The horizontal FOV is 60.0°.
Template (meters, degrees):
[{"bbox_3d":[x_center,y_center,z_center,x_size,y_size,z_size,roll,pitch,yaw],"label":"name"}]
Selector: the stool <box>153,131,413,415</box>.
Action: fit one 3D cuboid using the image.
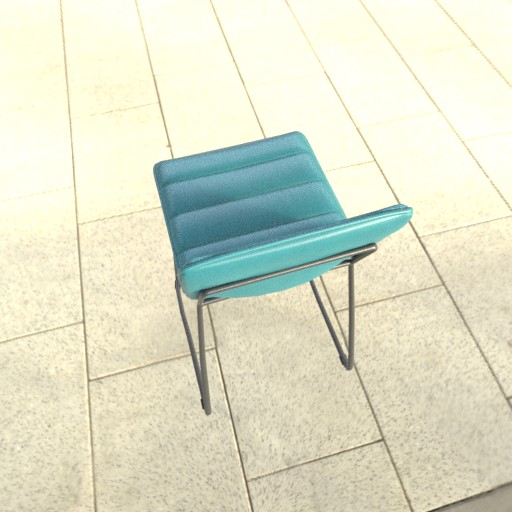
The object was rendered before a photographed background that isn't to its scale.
[{"bbox_3d":[0.000,0.000,1.155,0.489,0.866,0.524,-15,60,-9],"label":"stool"}]
